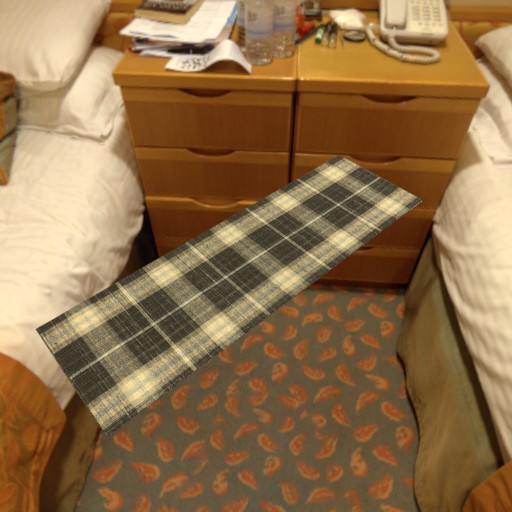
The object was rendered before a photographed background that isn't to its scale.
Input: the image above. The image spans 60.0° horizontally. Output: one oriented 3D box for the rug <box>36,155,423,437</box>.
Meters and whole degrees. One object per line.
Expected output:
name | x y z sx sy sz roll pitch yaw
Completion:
rug | 0.000 0.000 2.690 2.434 0.012 0.760 -33 54 -28
